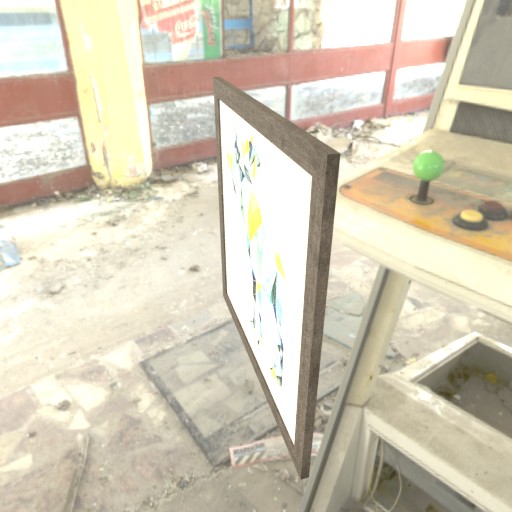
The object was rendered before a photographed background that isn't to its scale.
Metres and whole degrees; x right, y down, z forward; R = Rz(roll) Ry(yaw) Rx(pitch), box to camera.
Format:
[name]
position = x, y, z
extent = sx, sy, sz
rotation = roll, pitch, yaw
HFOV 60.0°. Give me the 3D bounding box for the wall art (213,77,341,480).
[wall art]
position = 0.000, 0.000, 0.686
extent = 0.013, 0.457, 0.457
rotation = -9, 31, -15
